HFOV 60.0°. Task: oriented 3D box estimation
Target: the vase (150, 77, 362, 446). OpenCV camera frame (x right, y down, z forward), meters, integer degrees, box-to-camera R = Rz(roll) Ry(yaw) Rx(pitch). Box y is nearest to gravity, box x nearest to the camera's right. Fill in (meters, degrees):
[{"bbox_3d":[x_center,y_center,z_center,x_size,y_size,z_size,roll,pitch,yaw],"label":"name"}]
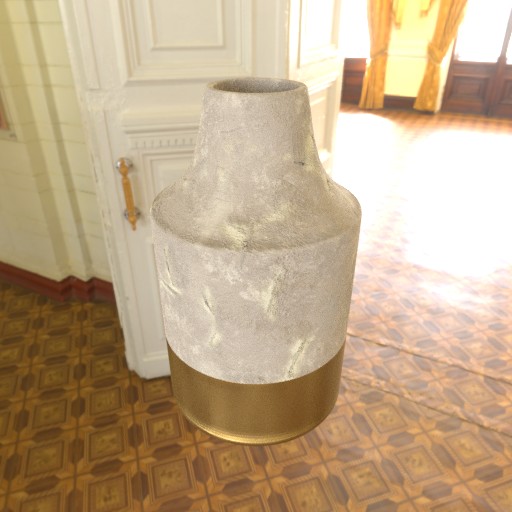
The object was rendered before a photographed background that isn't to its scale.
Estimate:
[{"bbox_3d":[0.000,0.000,0.418,0.184,0.305,0.184,0,30,0],"label":"vase"}]
